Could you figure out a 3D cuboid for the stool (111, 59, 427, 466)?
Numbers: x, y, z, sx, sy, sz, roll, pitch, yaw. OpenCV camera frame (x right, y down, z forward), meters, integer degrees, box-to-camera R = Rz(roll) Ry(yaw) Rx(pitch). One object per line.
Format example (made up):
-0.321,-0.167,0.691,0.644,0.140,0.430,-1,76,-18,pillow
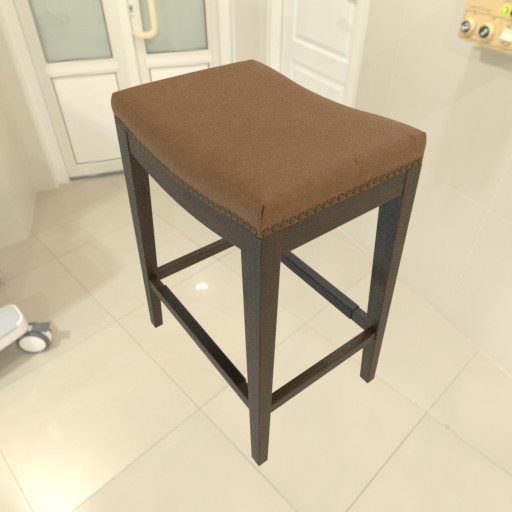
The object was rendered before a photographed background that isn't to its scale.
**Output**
0.000,0.000,0.961,0.361,0.660,0.500,-26,47,-27,stool
